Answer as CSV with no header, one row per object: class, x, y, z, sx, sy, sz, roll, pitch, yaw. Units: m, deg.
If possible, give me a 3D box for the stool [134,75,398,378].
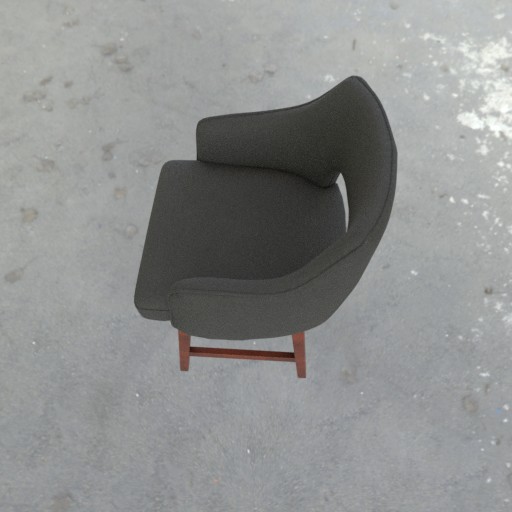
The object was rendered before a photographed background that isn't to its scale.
stool,0.000,0.000,1.244,0.558,0.912,0.548,3,60,2
